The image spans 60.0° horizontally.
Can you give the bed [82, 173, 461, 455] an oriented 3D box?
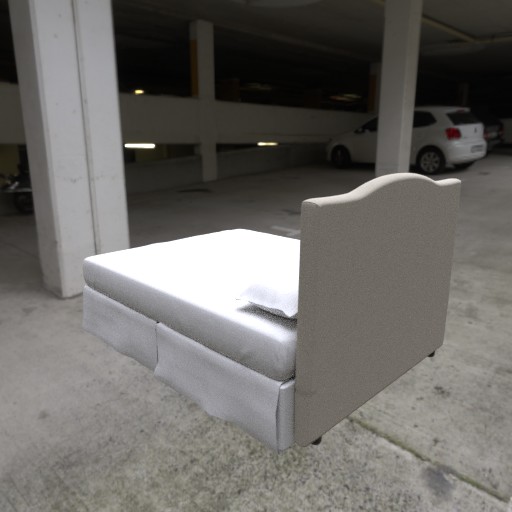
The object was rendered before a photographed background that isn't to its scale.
[{"bbox_3d":[0.000,0.000,3.587,1.977,1.437,2.477,-14,20,-43],"label":"bed"}]
